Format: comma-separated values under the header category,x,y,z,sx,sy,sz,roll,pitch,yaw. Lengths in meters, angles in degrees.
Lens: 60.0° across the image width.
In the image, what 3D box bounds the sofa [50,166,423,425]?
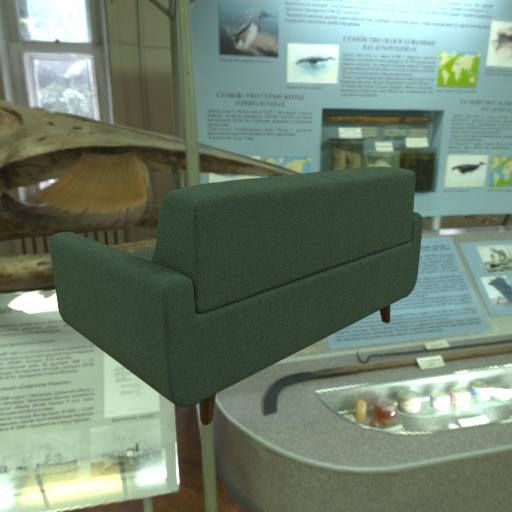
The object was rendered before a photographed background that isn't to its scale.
category,x,y,z,sx,sy,sz,roll,pitch,yaw
sofa,0.000,0.000,2.170,1.631,0.841,0.909,-15,21,-42
